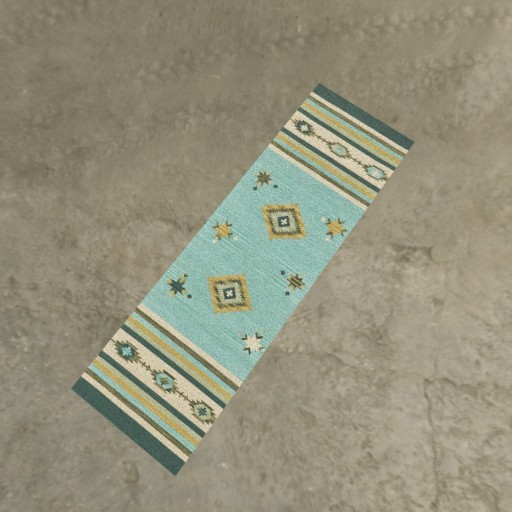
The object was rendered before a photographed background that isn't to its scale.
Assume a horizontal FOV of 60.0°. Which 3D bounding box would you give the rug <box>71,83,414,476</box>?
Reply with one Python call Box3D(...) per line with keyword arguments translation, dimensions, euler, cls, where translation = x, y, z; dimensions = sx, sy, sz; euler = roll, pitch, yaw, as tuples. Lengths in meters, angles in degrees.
Box3D(translation=(0.000, 0.000, 2.657), dimensions=(0.744, 0.010, 2.441), euler=(35, 77, 9), cls="rug")
